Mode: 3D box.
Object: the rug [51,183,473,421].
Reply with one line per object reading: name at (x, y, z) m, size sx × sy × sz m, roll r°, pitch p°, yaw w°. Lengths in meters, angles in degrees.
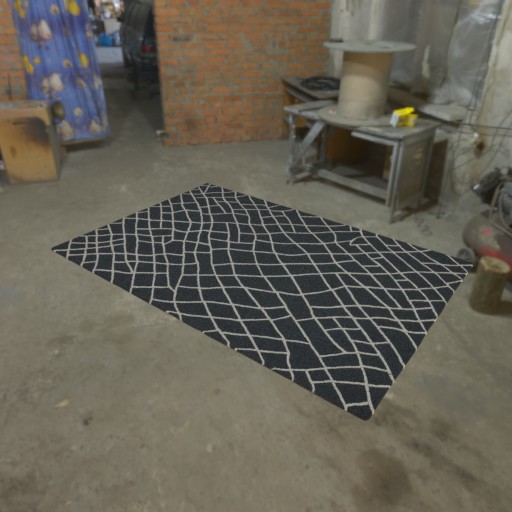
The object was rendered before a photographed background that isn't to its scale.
rug at (0.000, 0.000, 2.294) m, size 1.830 × 0.013 × 1.223 m, roll 21°, pitch 36°, yaw 32°
